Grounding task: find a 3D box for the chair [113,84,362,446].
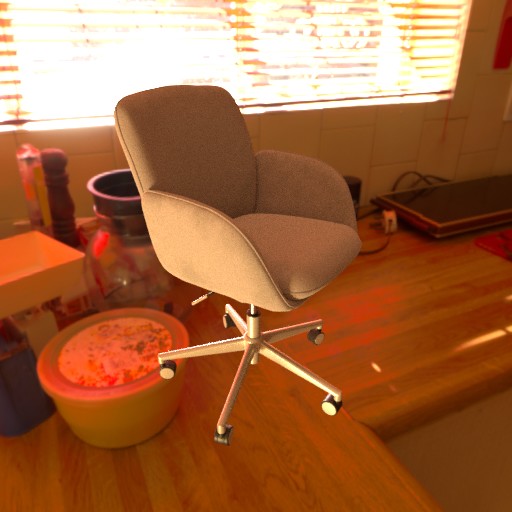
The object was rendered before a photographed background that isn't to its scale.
[{"bbox_3d":[0.000,0.000,1.378,0.654,0.959,0.648,17,32,31],"label":"chair"}]
